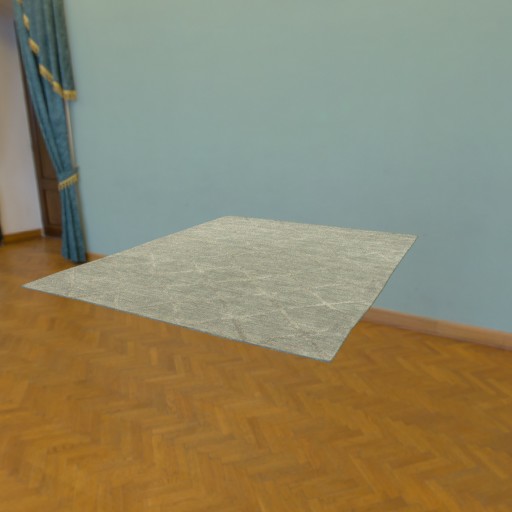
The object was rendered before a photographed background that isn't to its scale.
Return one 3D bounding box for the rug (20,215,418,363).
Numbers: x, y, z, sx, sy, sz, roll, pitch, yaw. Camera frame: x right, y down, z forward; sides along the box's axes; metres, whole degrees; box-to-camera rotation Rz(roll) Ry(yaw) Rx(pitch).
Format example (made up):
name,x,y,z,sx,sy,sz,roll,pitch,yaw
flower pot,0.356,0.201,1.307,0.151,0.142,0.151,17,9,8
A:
name,x,y,z,sx,sy,sz,roll,pitch,yaw
rug,0.000,0.000,4.069,2.438,0.013,3.048,8,18,26
